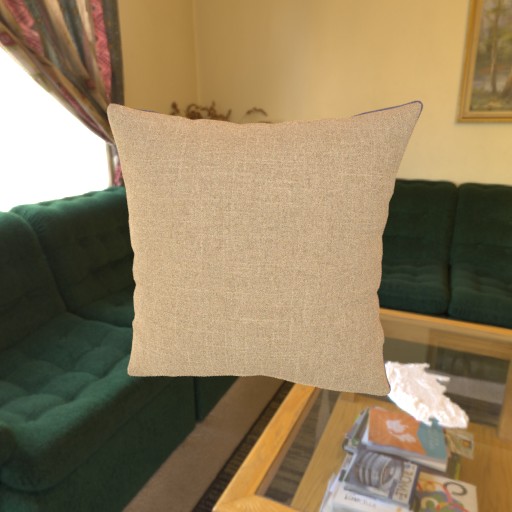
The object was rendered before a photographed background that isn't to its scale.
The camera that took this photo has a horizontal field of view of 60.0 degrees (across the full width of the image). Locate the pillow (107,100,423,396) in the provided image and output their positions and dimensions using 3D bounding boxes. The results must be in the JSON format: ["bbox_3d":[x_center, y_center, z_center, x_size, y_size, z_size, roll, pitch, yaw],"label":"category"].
[{"bbox_3d":[0.000,0.000,0.672,0.440,0.441,0.147,2,17,7],"label":"pillow"}]
